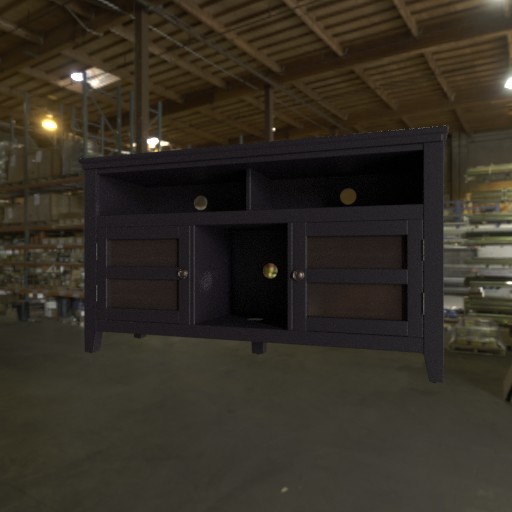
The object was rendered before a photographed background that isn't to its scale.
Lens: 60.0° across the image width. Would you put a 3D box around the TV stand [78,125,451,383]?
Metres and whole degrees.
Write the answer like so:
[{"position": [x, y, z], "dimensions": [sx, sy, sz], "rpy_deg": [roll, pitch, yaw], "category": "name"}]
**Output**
[{"position": [0.000, 0.000, 1.512], "dimensions": [1.198, 0.681, 0.347], "rpy_deg": [0, 0, 19], "category": "TV stand"}]
